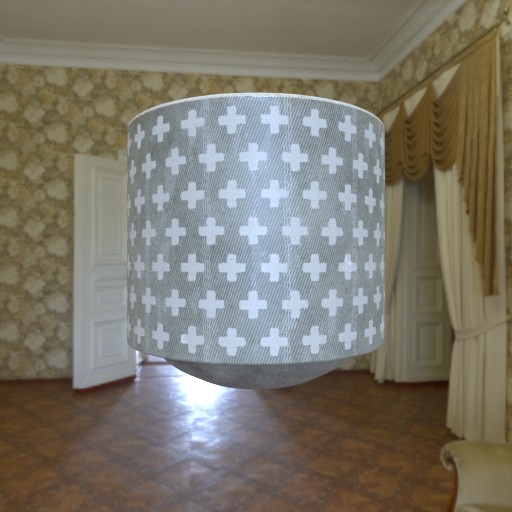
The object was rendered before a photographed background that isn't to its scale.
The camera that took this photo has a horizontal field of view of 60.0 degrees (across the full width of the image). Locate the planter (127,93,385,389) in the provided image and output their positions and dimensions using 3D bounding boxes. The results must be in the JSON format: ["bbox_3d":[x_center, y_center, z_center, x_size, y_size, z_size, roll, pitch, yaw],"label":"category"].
[{"bbox_3d":[0.000,0.000,0.340,0.190,0.181,0.190,0,0,0],"label":"planter"}]
